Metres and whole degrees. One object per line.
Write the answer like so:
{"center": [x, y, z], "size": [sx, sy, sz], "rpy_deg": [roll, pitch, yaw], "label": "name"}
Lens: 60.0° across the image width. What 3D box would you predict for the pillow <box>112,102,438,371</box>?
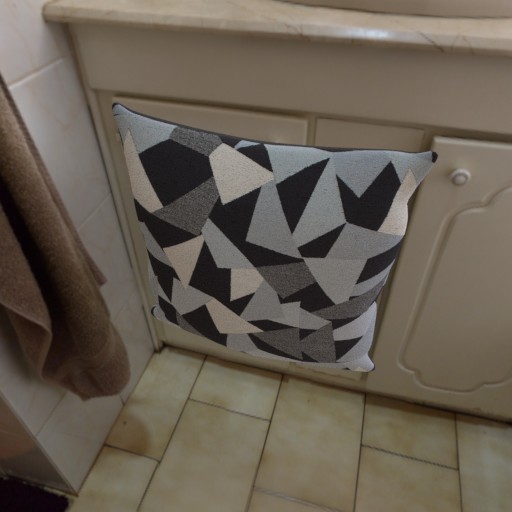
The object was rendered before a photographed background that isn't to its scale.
{"center": [0.000, 0.000, 0.792], "size": [0.503, 0.496, 0.208], "rpy_deg": [12, 43, 13], "label": "pillow"}
